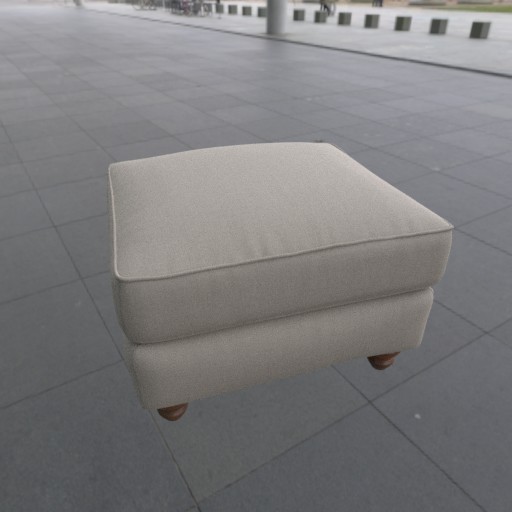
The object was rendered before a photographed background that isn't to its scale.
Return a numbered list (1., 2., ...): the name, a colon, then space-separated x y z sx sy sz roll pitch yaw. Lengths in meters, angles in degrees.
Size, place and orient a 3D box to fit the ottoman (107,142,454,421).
1. ottoman: 0.000 0.000 1.184 0.716 0.505 0.662 -9 32 -14
